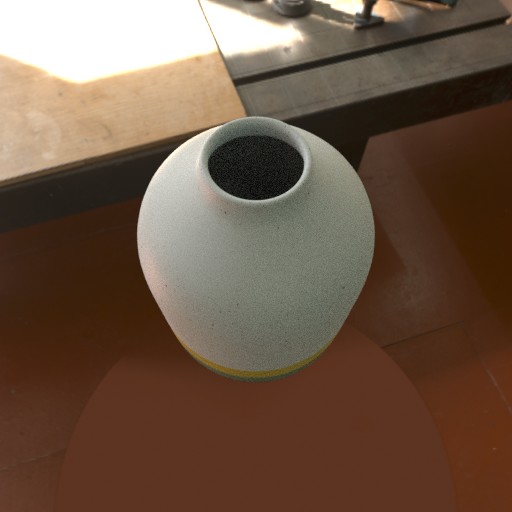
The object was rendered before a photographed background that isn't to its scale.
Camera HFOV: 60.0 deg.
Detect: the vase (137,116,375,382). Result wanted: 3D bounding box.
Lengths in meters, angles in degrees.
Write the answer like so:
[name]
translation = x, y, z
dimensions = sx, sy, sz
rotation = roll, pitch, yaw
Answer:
[vase]
translation = 0.000, 0.000, 0.354
dimensions = 0.169, 0.240, 0.169
rotation = 0, 63, 0
